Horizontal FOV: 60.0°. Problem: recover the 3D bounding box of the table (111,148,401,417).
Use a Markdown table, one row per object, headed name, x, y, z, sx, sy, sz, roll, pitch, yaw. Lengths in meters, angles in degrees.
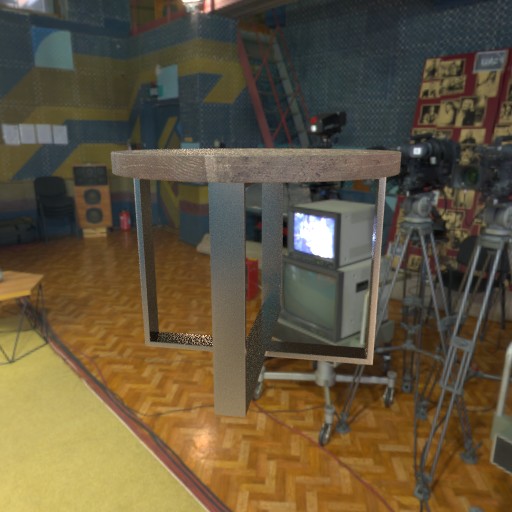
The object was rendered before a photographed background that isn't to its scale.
| name | x | y | z | sx | sy | sz | roll | pitch | yaw |
| --- | --- | --- | --- | --- | --- | --- | --- | --- | --- |
| table | 0.000 | 0.000 | 0.948 | 0.557 | 0.437 | 0.557 | 0 | 15 | 0 |
